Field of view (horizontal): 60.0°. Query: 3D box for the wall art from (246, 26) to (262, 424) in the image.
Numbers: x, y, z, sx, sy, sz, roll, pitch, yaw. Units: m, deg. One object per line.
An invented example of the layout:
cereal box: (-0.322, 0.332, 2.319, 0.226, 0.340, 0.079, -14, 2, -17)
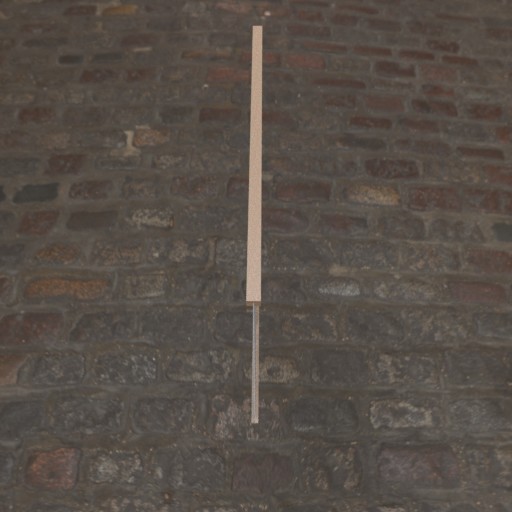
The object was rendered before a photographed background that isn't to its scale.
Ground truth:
wall art: (0.000, 0.000, 0.699, 0.012, 0.508, 0.405, 1, 58, 0)
